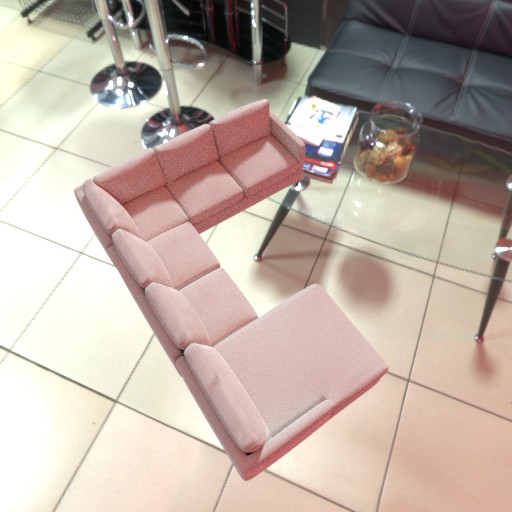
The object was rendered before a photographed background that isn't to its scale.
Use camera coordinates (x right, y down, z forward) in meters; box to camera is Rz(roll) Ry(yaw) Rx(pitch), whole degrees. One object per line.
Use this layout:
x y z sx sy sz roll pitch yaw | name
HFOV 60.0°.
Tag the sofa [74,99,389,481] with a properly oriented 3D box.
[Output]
0.000 0.000 4.708 2.593 0.956 3.459 -30 63 -17 | sofa
